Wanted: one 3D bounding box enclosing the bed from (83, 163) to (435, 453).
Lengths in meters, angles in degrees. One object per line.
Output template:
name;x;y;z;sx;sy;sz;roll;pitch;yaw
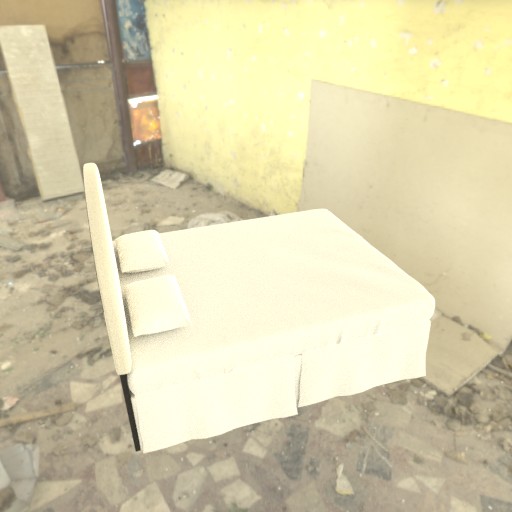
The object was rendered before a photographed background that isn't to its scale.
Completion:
bed;0.000;0.000;3.053;2.005;1.410;1.607;-10;32;-17
